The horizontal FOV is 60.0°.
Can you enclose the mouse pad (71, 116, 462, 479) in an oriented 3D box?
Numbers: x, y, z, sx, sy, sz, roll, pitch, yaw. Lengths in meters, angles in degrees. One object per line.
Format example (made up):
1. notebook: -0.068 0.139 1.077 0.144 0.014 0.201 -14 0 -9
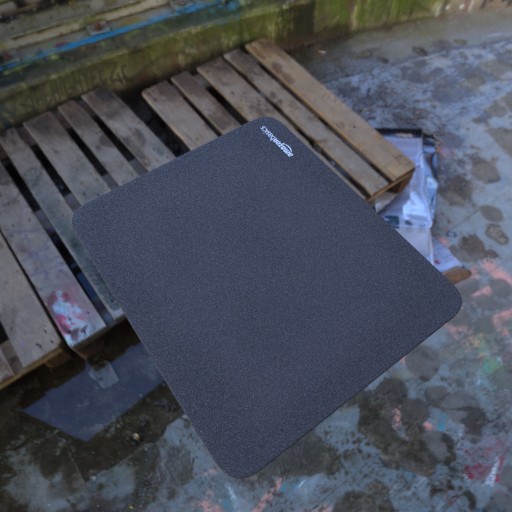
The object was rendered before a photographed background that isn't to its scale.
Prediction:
1. mouse pad: 0.000 0.000 0.345 0.211 0.002 0.249 -31 64 -17
